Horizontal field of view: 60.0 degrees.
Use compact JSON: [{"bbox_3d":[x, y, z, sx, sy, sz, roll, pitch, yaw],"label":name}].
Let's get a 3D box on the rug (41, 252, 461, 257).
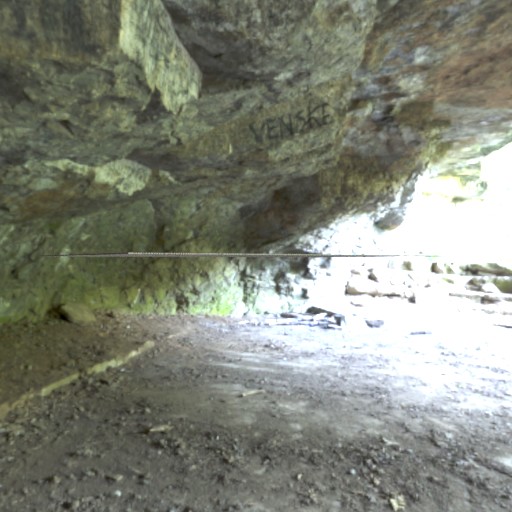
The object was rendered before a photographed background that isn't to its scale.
[{"bbox_3d":[0.000,0.000,2.304,1.818,0.005,1.217,0,-1,-37],"label":"rug"}]
